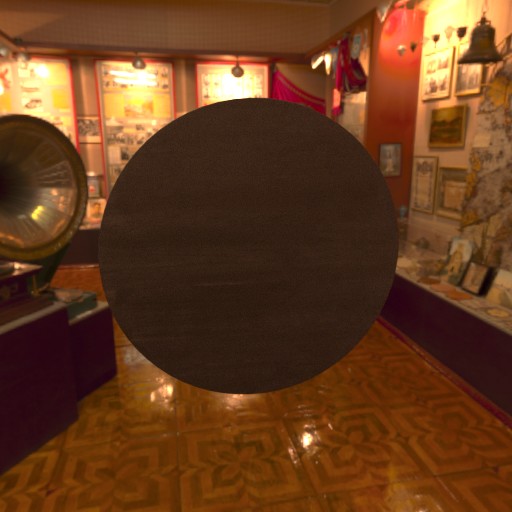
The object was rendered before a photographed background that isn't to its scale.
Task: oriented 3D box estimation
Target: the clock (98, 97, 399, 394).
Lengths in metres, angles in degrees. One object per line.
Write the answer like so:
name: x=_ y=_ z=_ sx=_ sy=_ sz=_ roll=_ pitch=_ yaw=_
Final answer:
clock: x=0.000 y=0.000 z=0.883 sx=0.595 sy=0.595 sz=0.029 roll=-2 pitch=14 yaw=-10
